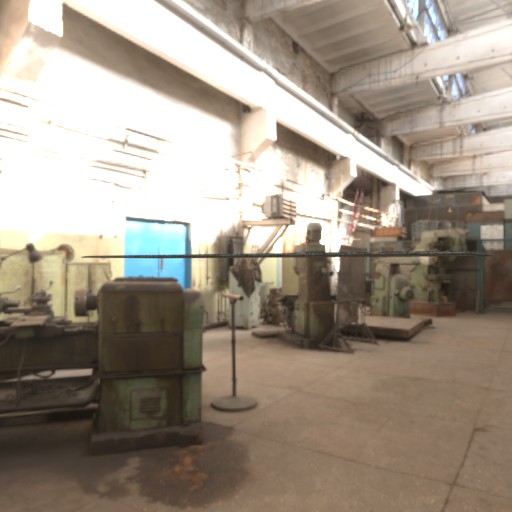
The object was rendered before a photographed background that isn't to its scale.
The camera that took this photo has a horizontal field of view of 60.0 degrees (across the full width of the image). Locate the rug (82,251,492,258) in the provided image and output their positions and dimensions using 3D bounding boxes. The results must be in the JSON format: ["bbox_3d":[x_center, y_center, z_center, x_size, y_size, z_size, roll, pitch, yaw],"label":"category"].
[{"bbox_3d":[0.000,0.000,2.507,2.292,0.014,0.685,-1,-1,35],"label":"rug"}]
